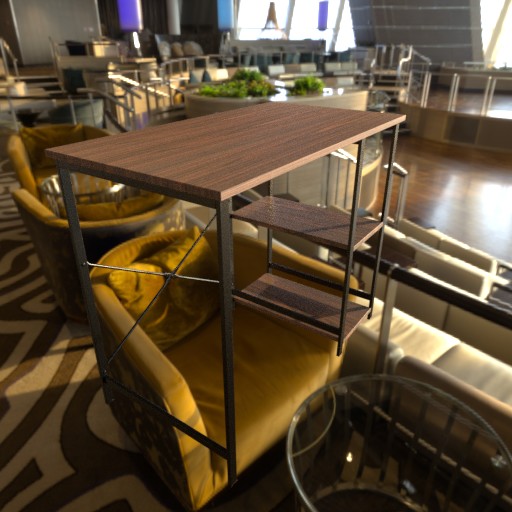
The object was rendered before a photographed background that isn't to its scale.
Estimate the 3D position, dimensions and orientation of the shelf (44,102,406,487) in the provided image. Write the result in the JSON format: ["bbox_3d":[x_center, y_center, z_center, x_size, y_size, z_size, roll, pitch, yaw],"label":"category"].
[{"bbox_3d":[0.000,0.000,1.339,0.498,0.750,0.902,18,32,31],"label":"shelf"}]
